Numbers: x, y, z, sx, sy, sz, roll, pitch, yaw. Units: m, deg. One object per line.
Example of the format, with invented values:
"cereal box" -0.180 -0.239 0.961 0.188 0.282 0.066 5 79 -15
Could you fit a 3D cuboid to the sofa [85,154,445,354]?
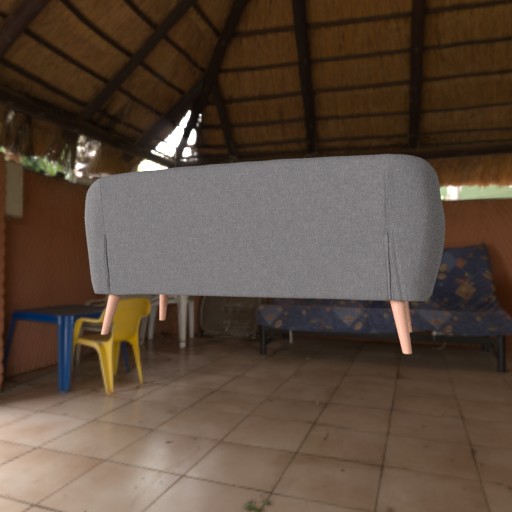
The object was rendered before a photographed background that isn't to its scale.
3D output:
"sofa" 0.000 0.000 2.334 1.840 0.820 0.820 0 -1 19
